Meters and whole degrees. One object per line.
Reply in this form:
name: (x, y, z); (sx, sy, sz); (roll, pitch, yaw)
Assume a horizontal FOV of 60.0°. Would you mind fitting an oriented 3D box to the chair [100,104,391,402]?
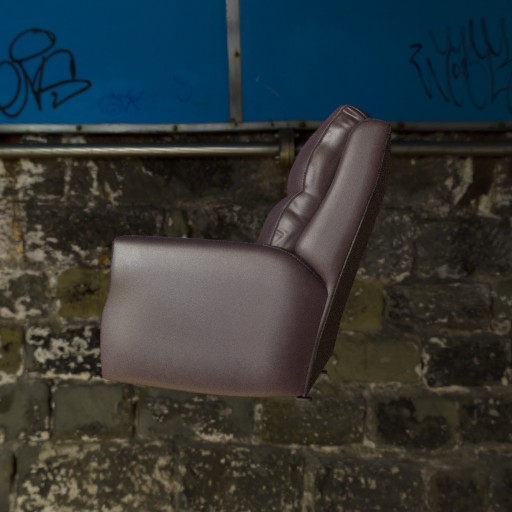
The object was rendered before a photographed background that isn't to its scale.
chair: (0.000, 0.000, 1.846); (1.080, 1.030, 0.829); (0, 0, 17)
